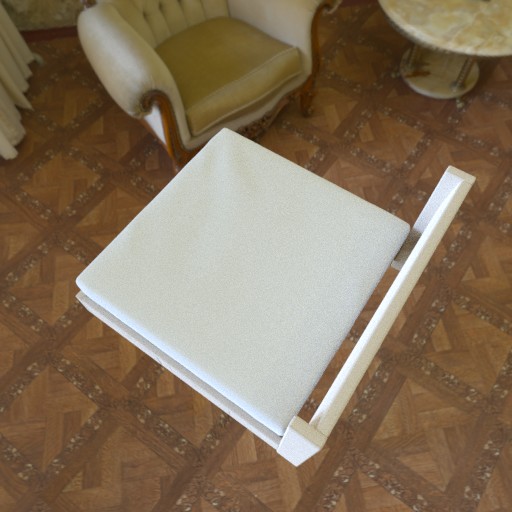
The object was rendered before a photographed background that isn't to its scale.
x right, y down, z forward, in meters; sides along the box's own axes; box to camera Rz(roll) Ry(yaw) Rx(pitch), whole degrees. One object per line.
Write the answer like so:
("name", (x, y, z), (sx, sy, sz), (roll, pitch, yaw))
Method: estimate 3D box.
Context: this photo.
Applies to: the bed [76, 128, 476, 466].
("bed", (0.000, 0.000, 3.629), (2.293, 1.471, 2.145), (31, 66, 16))
